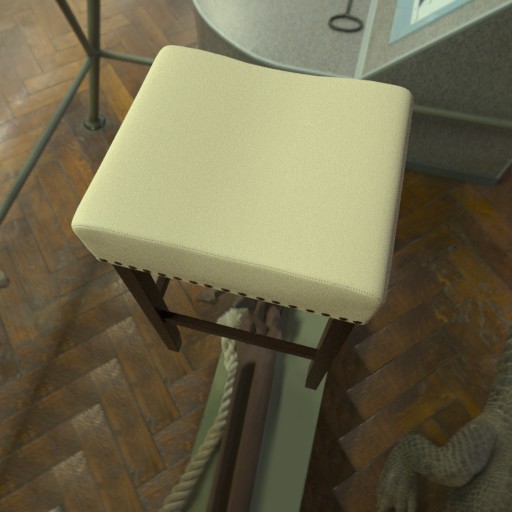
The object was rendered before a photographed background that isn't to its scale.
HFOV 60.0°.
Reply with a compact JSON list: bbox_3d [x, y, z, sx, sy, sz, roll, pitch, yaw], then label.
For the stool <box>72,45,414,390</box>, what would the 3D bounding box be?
[{"bbox_3d":[0.000,0.000,1.030,0.471,0.762,0.401,13,64,6],"label":"stool"}]
